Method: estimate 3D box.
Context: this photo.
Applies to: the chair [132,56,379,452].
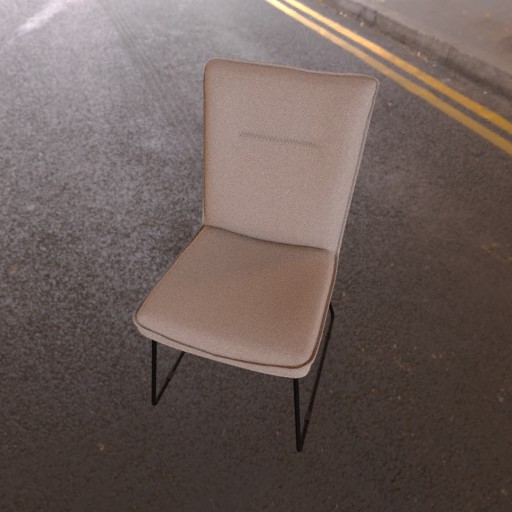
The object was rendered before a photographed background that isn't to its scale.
[{"bbox_3d":[0.000,0.000,1.348,0.515,0.930,0.688,12,44,13],"label":"chair"}]
